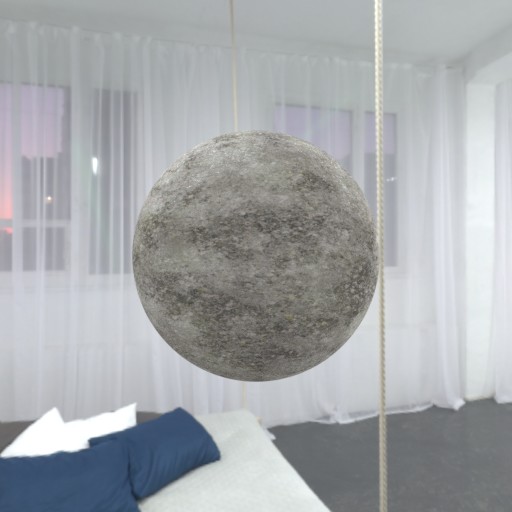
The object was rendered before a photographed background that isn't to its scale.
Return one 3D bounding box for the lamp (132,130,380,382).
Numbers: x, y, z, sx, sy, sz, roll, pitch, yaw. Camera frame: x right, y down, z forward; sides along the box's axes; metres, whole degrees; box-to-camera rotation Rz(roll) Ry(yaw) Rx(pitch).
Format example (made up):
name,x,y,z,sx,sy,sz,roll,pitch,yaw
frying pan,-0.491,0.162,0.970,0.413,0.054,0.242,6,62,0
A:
name,x,y,z,sx,sy,sz,roll,pitch,yaw
lamp,0.000,0.000,0.784,0.422,0.429,0.422,0,-1,0
